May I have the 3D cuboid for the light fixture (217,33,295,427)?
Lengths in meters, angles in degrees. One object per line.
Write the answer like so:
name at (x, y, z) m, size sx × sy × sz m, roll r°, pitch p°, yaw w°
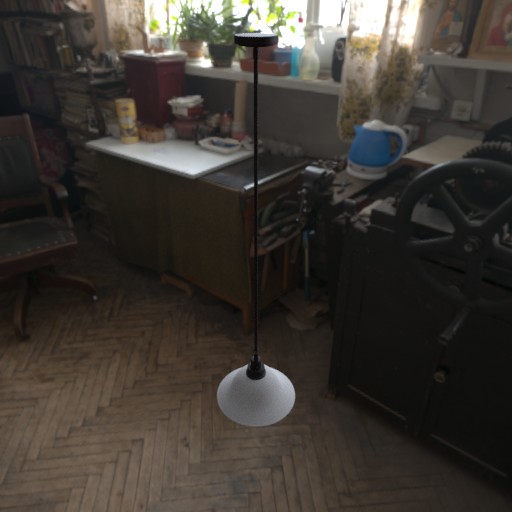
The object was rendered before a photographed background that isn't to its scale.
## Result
light fixture at (0.000, 0.000, 1.493) m, size 0.324 × 1.337 × 0.324 m, roll 0°, pitch 31°, yaw 0°
